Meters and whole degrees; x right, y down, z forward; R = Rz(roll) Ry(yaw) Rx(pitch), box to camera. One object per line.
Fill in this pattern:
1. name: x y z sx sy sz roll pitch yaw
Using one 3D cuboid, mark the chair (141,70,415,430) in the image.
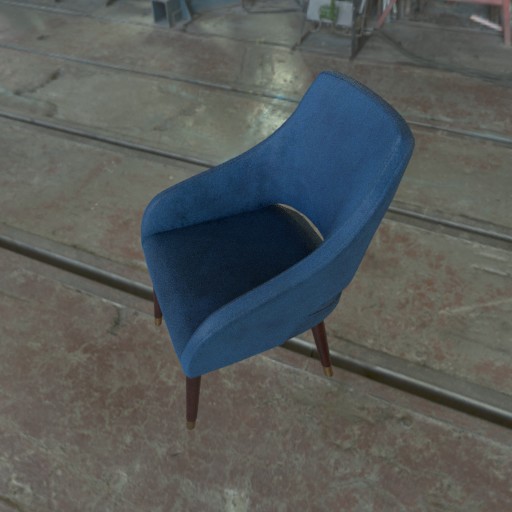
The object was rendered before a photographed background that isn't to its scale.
1. chair: 0.000 0.000 1.596 0.794 1.081 0.683 -16 48 -16
